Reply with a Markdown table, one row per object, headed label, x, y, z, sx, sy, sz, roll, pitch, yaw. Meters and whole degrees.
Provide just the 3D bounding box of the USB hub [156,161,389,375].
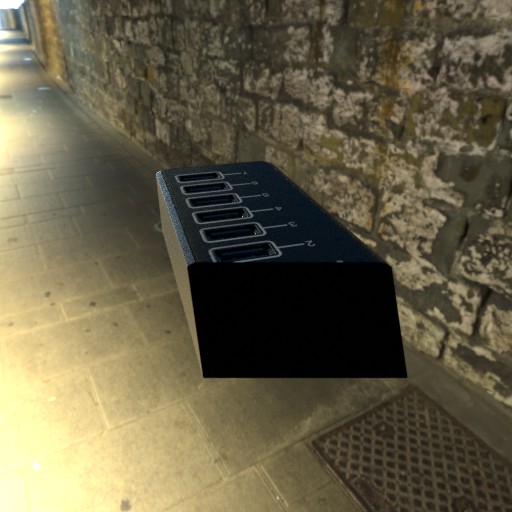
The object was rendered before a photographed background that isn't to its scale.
| label | x | y | z | sx | sy | sz | roll | pitch | yaw |
| --- | --- | --- | --- | --- | --- | --- | --- | --- | --- |
| USB hub | 0.000 | 0.000 | 0.127 | 0.044 | 0.023 | 0.110 | -8 | 29 | -15 |
